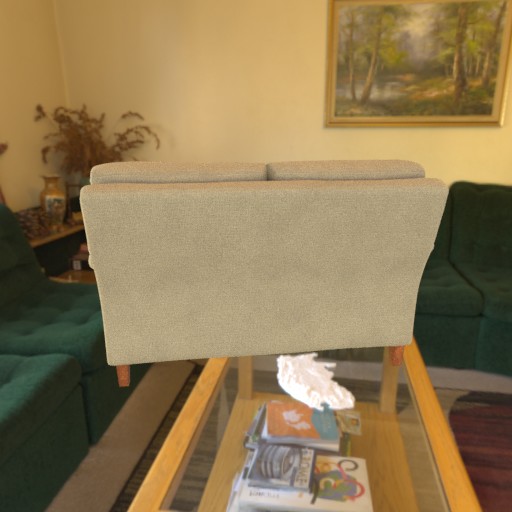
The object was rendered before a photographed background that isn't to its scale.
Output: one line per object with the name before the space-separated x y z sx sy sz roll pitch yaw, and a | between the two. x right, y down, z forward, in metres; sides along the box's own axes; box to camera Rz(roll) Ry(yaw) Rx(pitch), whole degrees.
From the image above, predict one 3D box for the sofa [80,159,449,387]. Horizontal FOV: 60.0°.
sofa | 0.000 0.000 2.279 1.480 0.999 1.087 -2 16 -8
